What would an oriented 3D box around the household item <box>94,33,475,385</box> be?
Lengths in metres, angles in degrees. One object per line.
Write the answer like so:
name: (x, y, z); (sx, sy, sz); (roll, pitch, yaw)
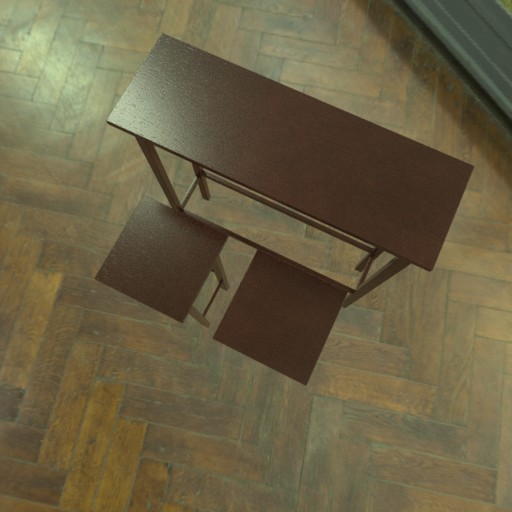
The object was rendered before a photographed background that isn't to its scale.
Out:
household item: (0.000, 0.000, 1.624); (0.914, 1.067, 0.676); (25, 77, 6)
